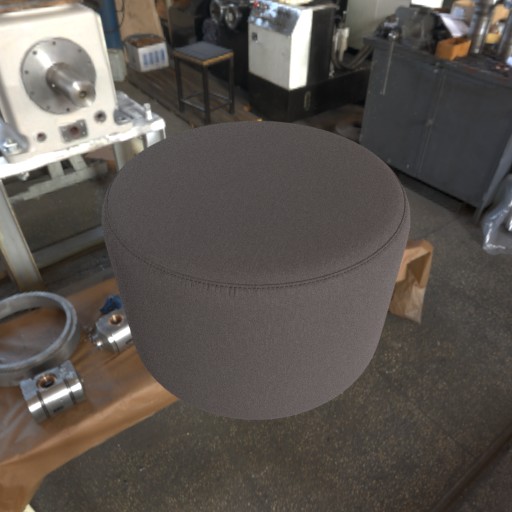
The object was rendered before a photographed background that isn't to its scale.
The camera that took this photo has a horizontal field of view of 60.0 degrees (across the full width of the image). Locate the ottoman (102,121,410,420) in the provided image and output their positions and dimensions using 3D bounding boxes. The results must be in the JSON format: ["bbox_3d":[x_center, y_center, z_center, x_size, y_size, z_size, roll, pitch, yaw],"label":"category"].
[{"bbox_3d":[0.000,0.000,0.999,0.608,0.433,0.608,0,40,0],"label":"ottoman"}]
